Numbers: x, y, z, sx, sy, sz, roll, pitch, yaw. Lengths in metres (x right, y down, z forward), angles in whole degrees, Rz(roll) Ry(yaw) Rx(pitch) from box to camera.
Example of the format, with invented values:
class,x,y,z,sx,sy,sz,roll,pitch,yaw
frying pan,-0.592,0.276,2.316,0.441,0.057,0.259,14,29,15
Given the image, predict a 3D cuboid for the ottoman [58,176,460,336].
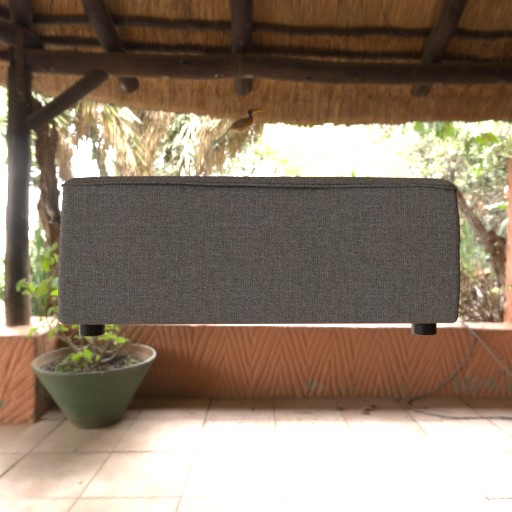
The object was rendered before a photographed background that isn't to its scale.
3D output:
class,x,y,z,sx,sy,sz,roll,pitch,yaw
ottoman,0.000,0.000,1.590,1.023,0.423,1.017,0,-1,-1
